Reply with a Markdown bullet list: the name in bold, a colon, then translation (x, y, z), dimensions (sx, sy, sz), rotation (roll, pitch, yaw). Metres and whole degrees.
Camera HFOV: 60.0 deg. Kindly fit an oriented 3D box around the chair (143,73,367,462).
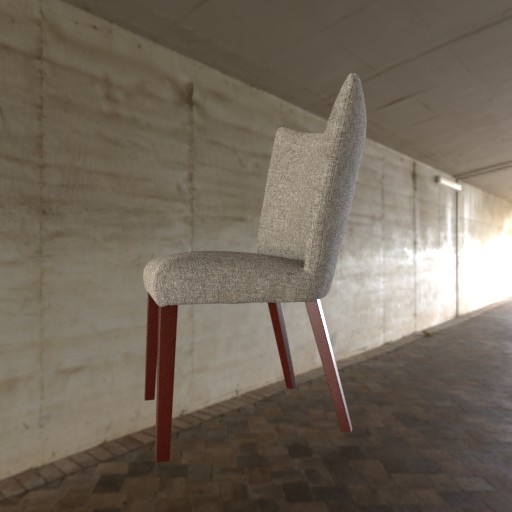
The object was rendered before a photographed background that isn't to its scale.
- **chair**: translation (0.000, 0.000, 1.305), dimensions (0.623, 0.924, 0.535), rotation (0, 0, -17)
